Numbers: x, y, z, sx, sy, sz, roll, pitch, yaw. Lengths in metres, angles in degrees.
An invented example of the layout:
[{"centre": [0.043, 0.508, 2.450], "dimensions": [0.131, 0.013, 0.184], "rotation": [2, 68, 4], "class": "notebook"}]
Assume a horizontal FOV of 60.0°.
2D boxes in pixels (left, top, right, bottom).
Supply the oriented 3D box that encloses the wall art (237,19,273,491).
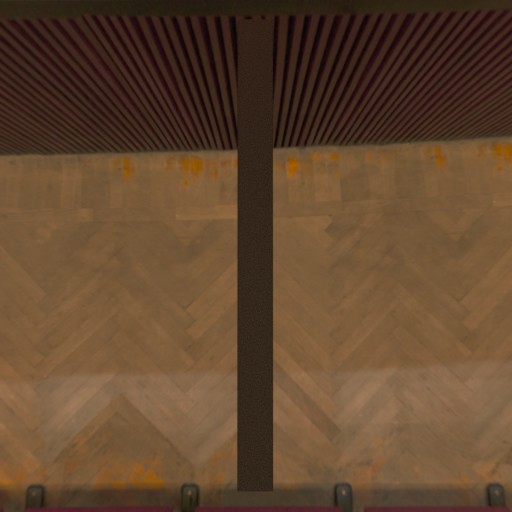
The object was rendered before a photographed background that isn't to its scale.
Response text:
[{"centre": [0.000, 0.000, 0.857], "dimensions": [0.051, 0.456, 0.671], "rotation": [0, 89, 0], "class": "wall art"}]
